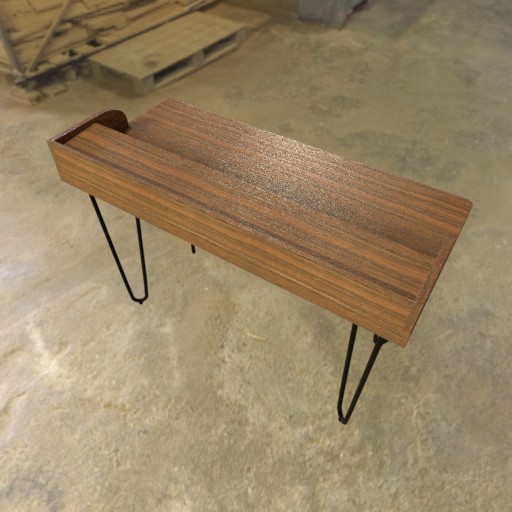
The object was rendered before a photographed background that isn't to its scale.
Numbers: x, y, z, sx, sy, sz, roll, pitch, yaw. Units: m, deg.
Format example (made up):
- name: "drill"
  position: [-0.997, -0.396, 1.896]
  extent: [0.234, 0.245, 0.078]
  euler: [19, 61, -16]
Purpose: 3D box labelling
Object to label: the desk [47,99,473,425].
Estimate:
- name: "desk"
  position: [0.000, 0.000, 1.632]
  extent: [1.200, 0.854, 0.565]
  euler: [25, 51, 22]
